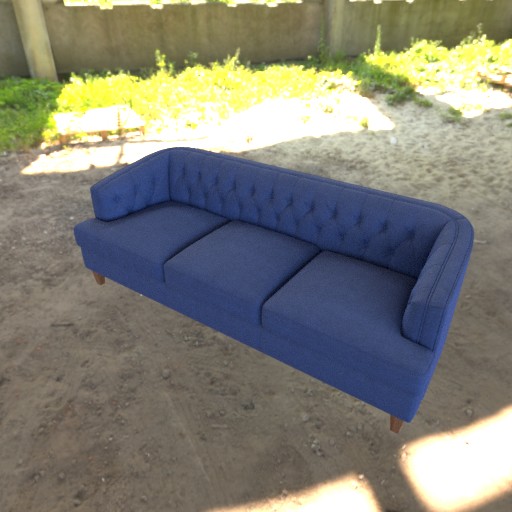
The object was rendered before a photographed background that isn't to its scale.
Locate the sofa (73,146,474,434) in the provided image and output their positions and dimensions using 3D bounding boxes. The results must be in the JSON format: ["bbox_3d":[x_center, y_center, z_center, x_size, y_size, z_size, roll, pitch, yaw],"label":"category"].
[{"bbox_3d":[0.000,0.000,2.618,2.235,0.787,0.914,20,36,29],"label":"sofa"}]
